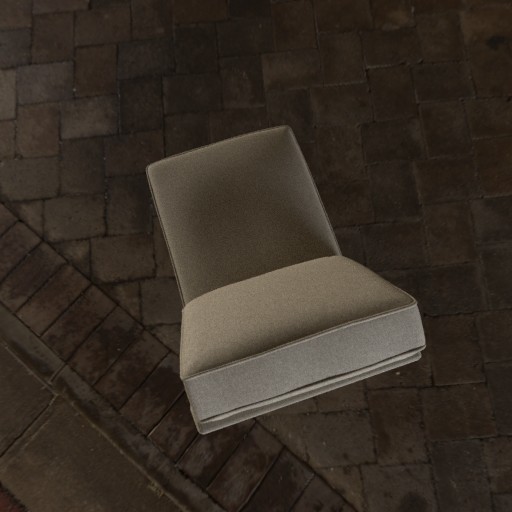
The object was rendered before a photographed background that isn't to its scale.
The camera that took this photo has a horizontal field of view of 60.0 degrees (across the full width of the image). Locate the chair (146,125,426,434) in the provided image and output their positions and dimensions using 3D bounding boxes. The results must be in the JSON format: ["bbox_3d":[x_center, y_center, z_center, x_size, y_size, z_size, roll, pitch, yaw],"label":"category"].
[{"bbox_3d":[0.000,0.000,1.676,0.674,1.058,1.020,-18,77,-4],"label":"chair"}]
